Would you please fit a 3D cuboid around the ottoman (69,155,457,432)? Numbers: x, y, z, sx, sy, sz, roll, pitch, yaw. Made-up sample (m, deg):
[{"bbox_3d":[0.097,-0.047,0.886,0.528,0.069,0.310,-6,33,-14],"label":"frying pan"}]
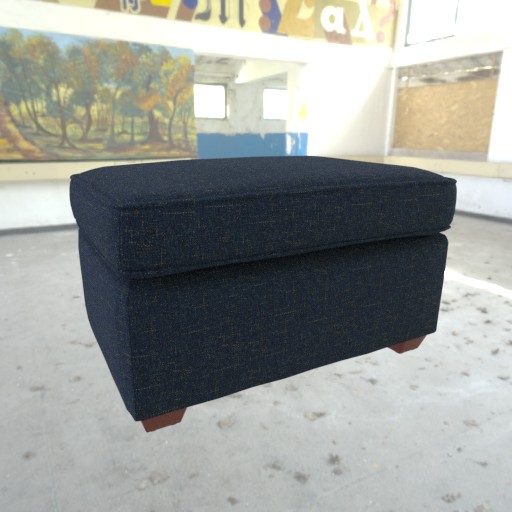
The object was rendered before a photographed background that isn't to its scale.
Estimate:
[{"bbox_3d":[0.000,0.000,1.045,0.749,0.450,0.549,-8,18,-27],"label":"ottoman"}]
